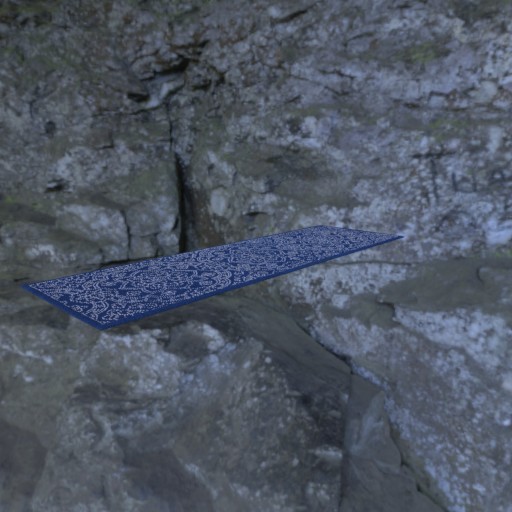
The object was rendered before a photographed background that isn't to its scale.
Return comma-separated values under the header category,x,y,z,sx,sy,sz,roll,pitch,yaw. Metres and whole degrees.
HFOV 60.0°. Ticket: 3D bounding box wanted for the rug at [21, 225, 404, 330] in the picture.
category,x,y,z,sx,sy,sz,roll,pitch,yaw
rug,0.000,0.000,2.709,0.769,0.012,2.448,12,18,42
